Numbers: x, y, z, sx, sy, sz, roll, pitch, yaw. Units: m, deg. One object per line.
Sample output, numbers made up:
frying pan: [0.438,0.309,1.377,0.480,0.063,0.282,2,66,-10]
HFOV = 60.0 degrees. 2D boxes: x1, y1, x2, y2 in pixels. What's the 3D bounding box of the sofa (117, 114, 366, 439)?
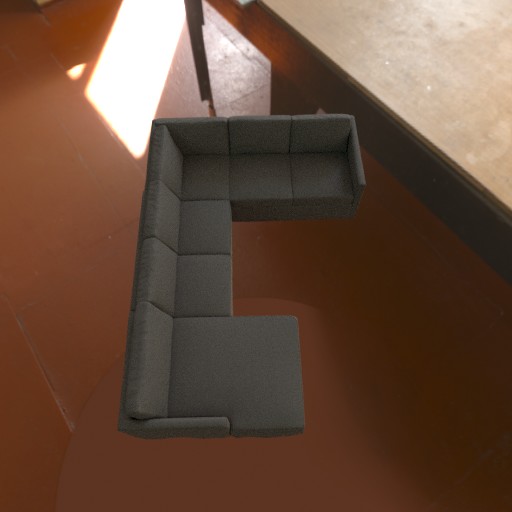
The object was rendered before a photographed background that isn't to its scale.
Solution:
sofa: [0.000,0.000,4.718,2.476,0.878,3.528,-1,63,-1]
